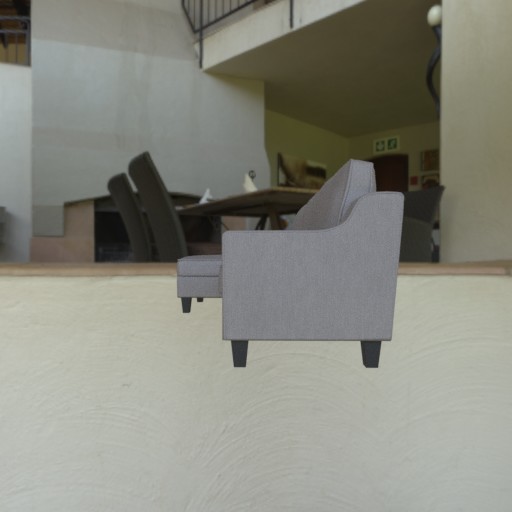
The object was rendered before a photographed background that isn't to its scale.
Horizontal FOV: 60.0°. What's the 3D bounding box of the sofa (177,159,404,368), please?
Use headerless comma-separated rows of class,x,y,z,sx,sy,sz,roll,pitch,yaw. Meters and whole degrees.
sofa,0.000,0.000,3.129,1.294,0.928,2.561,0,1,1
